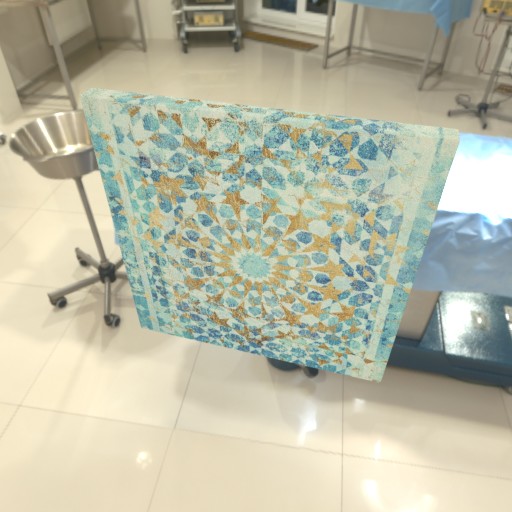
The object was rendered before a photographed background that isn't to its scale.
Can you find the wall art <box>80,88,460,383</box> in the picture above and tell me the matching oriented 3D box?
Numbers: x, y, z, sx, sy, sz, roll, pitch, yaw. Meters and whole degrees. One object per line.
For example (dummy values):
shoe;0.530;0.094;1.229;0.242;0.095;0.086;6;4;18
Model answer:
wall art;0.000;0.000;0.901;0.609;0.609;0.040;11;42;12
